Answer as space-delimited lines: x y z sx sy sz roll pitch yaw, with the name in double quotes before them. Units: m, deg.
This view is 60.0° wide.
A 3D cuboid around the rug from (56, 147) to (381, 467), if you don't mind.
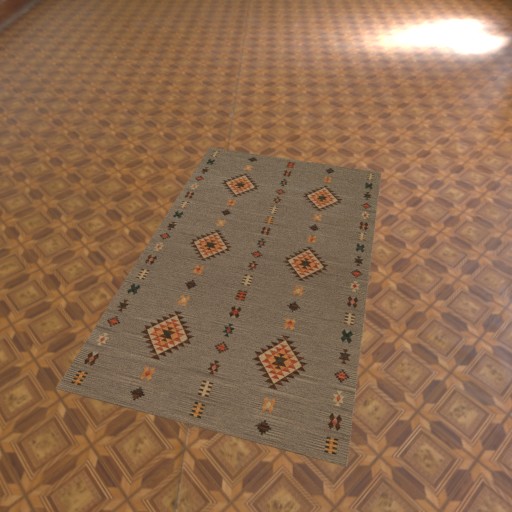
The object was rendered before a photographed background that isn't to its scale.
"rug" 0.000 0.000 3.002 1.515 0.007 2.427 11 46 10
